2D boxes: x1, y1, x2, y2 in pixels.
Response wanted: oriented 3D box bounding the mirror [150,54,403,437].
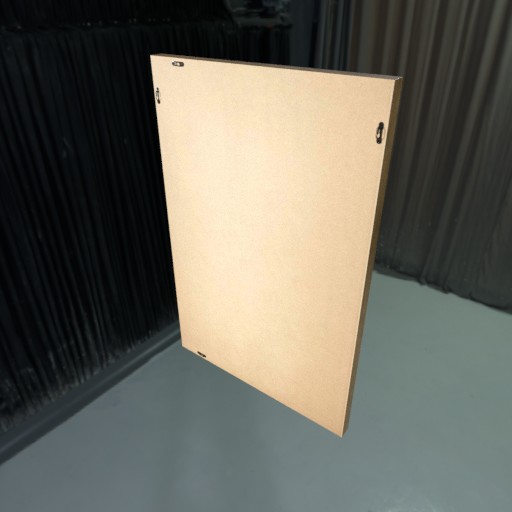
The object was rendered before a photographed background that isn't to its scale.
[{"bbox_3d":[0.000,0.000,1.144,0.609,0.915,0.041,21,36,31],"label":"mirror"}]
